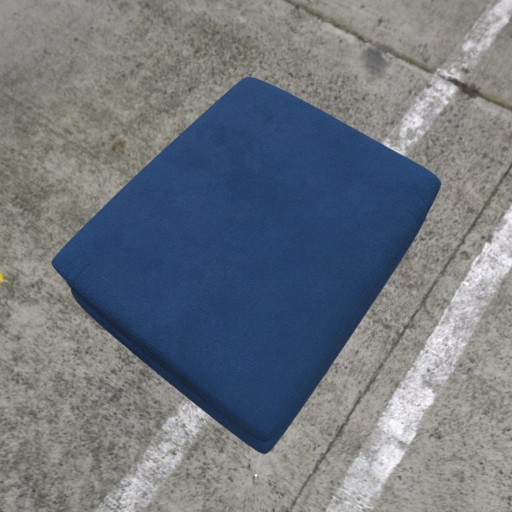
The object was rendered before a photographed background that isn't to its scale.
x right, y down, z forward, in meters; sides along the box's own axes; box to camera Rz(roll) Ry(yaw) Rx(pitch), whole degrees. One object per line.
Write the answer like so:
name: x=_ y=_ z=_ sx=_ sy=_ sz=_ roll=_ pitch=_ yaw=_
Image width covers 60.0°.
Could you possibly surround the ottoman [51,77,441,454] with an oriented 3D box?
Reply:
ottoman: x=0.000 y=0.000 z=1.218 sx=0.655 sy=0.485 sz=0.794 roll=34 pitch=68 yaw=15
